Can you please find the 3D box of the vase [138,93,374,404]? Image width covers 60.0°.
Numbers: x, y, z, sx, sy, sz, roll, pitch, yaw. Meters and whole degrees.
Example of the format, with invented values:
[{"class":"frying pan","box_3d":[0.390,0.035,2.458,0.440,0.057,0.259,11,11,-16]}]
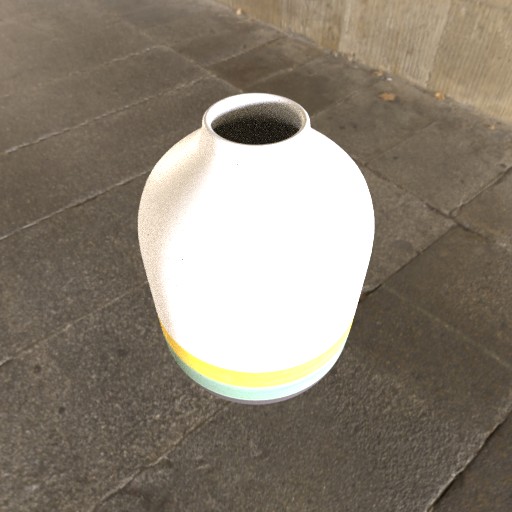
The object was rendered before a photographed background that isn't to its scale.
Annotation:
[{"class":"vase","box_3d":[0.000,0.000,0.350,0.169,0.240,0.169,0,47,0]}]
